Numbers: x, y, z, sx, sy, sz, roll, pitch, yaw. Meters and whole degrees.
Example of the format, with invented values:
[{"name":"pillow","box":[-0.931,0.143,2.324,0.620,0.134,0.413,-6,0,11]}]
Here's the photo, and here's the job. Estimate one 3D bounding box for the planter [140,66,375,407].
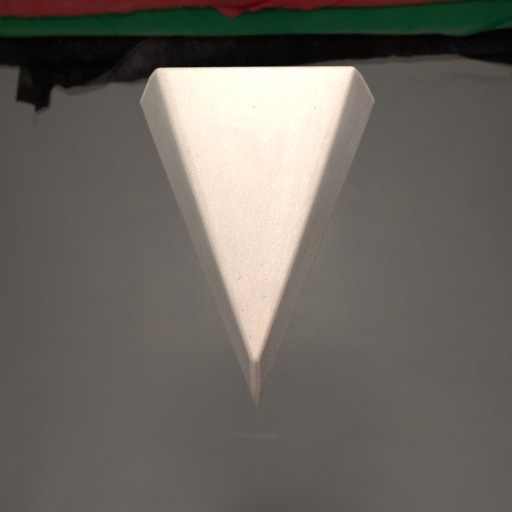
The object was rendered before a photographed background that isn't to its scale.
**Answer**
[{"name":"planter","box":[0.000,0.000,0.261,0.150,0.197,0.060,0,1,1]}]
